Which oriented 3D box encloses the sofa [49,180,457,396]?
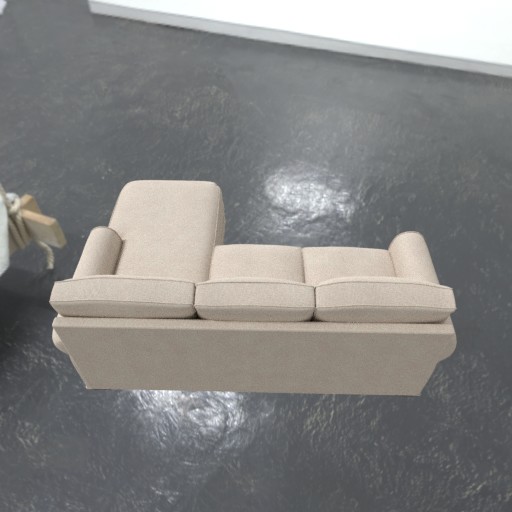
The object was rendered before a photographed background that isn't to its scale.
[{"bbox_3d":[0.000,0.000,2.344,1.770,0.734,1.226,1,48,1],"label":"sofa"}]
